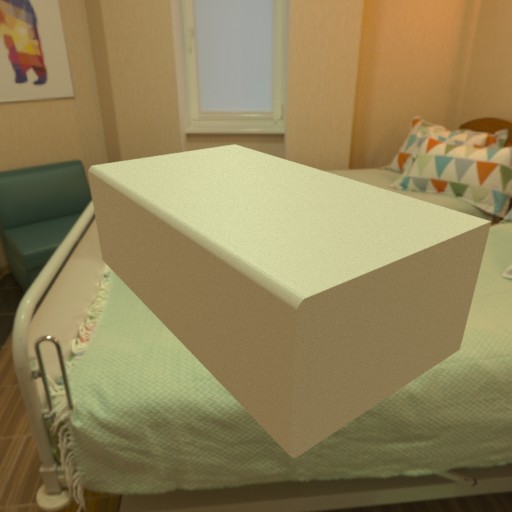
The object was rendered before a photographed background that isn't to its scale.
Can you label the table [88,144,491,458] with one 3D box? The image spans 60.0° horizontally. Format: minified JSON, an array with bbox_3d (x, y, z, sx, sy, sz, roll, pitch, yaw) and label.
[{"bbox_3d":[0.000,0.000,1.394,0.639,0.442,1.097,-18,31,-32],"label":"table"}]
